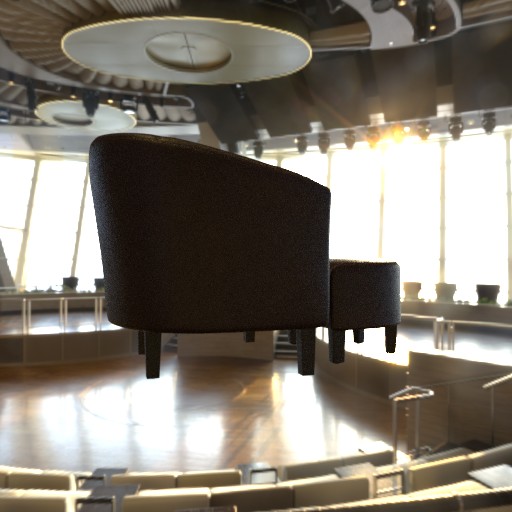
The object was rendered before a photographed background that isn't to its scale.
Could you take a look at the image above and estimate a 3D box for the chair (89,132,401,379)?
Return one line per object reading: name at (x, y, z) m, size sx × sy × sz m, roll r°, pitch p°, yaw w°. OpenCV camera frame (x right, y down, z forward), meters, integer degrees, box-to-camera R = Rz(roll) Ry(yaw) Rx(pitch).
chair at (0.000, 0.000, 1.660) m, size 1.176 × 0.755 × 0.737 m, roll 0°, pitch -1°, yaw -18°
